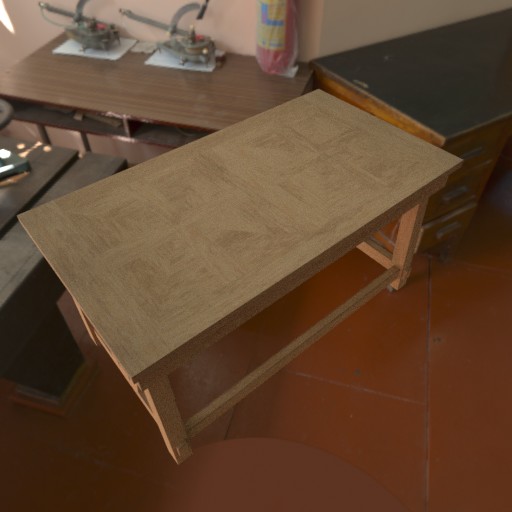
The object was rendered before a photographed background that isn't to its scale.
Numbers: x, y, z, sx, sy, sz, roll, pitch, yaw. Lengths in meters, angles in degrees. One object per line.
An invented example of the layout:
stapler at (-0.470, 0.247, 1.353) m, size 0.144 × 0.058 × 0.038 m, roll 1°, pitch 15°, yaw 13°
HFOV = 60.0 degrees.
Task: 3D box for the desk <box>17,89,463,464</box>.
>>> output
desk at (0.000, 0.000, 1.940) m, size 1.499 × 0.762 × 0.813 m, roll -31°, pitch 54°, yaw -26°
